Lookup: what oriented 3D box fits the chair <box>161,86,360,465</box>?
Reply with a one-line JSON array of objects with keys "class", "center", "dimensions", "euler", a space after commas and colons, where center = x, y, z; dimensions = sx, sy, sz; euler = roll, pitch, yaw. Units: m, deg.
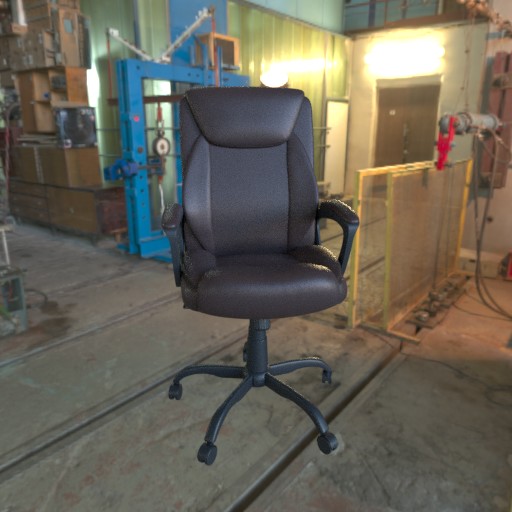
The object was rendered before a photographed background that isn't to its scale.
[{"class": "chair", "center": [0.000, 0.000, 1.433], "dimensions": [0.615, 1.072, 0.655], "euler": [-2, 16, -7]}]
